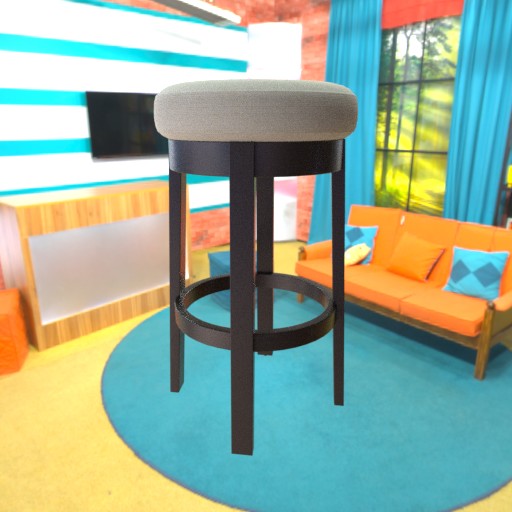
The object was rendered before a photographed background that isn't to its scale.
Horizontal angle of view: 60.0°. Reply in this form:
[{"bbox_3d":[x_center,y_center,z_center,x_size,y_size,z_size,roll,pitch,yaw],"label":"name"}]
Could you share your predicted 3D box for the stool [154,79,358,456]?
[{"bbox_3d":[0.000,0.000,1.043,0.446,0.758,0.446,0,17,0],"label":"stool"}]
